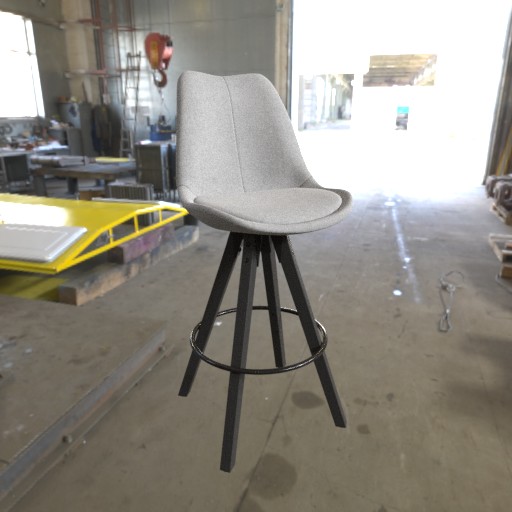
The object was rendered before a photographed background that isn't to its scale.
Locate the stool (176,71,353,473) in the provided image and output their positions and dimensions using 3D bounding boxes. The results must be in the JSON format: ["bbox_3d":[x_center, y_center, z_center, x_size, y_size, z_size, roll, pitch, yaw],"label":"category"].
[{"bbox_3d":[0.000,0.000,1.409,0.485,1.115,0.550,-9,20,-26],"label":"stool"}]
